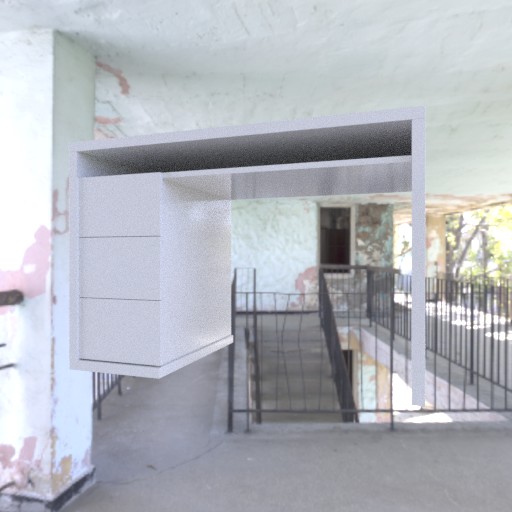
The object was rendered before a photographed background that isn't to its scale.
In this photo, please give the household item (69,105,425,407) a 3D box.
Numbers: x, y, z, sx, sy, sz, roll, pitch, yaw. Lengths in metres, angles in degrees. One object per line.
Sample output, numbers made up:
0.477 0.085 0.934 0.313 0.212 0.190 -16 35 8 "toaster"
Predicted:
0.000 0.000 1.564 1.100 0.749 0.597 0 0 19 "household item"
